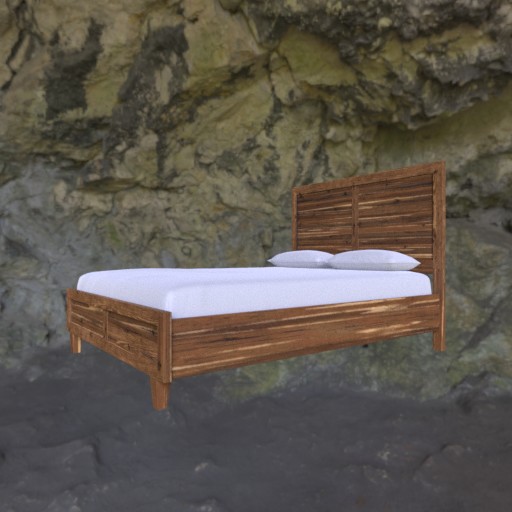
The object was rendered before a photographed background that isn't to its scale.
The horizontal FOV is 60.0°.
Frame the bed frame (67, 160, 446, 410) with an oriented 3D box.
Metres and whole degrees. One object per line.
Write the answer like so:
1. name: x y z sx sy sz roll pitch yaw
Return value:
1. bed frame: 0.000 0.000 3.317 2.276 1.417 1.696 0 0 -37
